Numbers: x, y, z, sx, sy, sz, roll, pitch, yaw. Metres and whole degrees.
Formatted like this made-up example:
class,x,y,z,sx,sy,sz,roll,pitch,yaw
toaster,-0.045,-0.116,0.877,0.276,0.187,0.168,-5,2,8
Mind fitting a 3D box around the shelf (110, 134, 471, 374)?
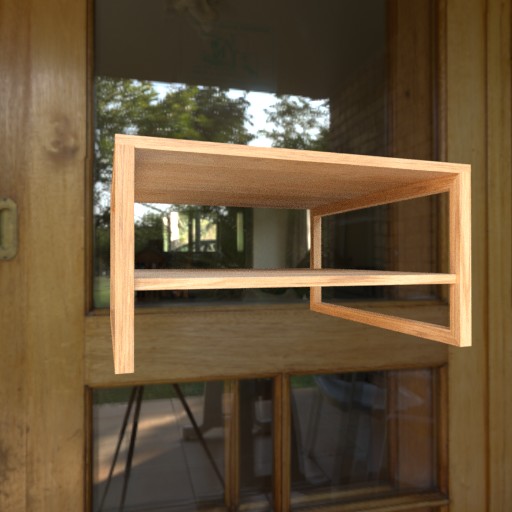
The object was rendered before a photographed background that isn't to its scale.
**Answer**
class,x,y,z,sx,sy,sz,roll,pitch,yaw
shelf,0.000,0.000,1.454,0.899,0.480,0.899,0,0,-19
